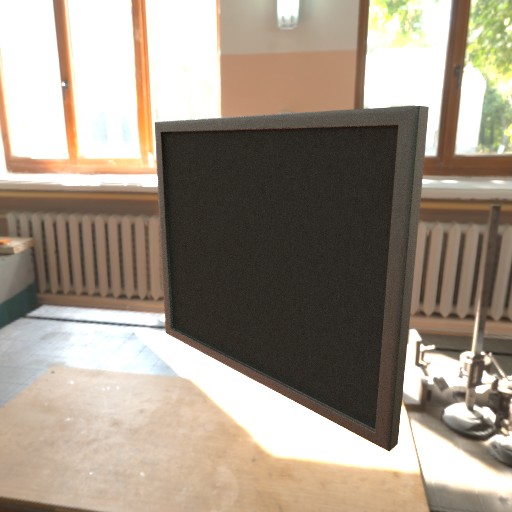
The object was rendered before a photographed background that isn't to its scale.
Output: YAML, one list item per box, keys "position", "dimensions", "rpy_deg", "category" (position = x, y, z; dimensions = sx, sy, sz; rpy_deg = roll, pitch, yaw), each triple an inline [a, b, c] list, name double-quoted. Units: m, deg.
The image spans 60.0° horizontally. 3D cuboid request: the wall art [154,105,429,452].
- position: [0.000, 0.000, 0.759]
  dimensions: [0.028, 0.457, 0.556]
  rpy_deg: [-14, 20, -43]
  category: "wall art"
